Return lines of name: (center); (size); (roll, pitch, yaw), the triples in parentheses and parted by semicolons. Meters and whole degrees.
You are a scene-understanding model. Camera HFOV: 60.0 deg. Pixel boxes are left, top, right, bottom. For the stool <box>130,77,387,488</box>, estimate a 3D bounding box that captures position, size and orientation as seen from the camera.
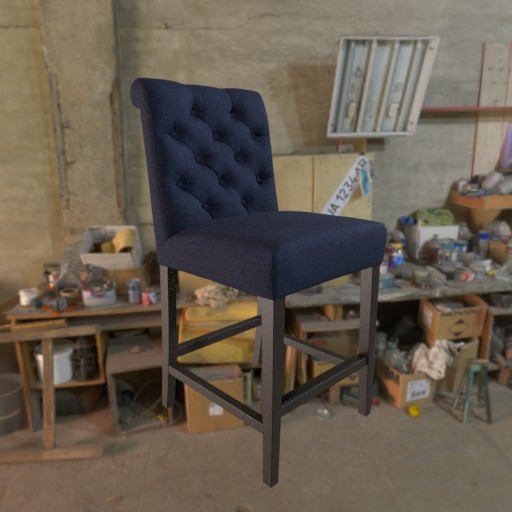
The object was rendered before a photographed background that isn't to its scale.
stool: (0.000, 0.000, 1.326); (0.493, 1.010, 0.601); (-13, 19, -43)
